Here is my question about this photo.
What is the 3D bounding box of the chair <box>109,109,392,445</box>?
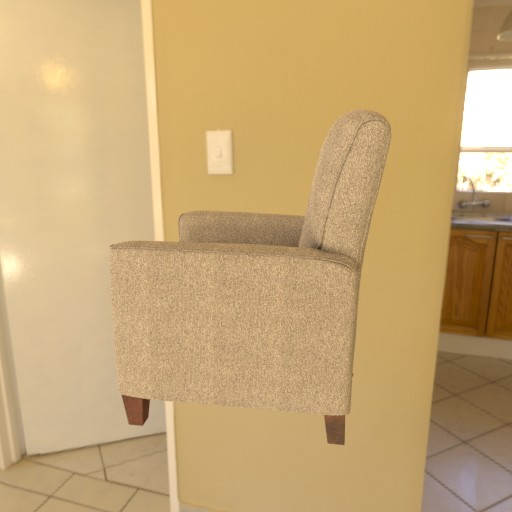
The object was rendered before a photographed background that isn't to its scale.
[{"bbox_3d":[0.000,0.000,1.687,0.858,1.028,0.841,2,13,8],"label":"chair"}]
